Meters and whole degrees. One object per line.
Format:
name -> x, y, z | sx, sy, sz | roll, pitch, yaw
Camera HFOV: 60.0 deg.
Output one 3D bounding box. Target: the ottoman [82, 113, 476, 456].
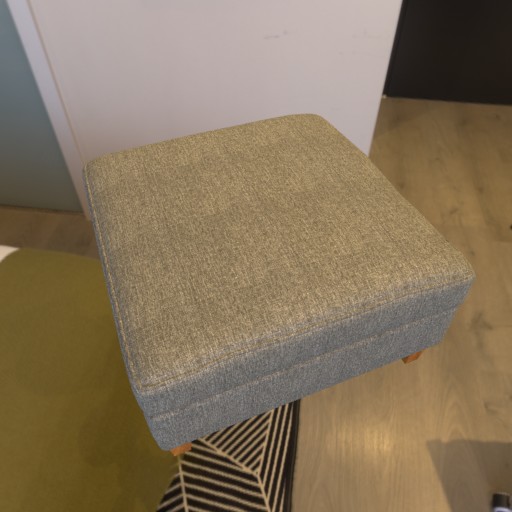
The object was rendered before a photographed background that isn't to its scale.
ottoman -> 0.000, 0.000, 1.328 | 0.838, 0.481, 0.838 | -16, 48, -15
